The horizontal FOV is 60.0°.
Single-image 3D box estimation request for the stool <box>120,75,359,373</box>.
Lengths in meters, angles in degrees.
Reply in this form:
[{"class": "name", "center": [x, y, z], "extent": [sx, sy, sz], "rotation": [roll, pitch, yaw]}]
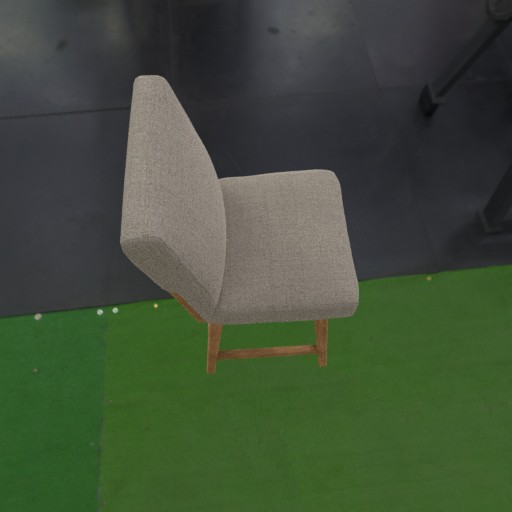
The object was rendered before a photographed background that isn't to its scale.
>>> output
[{"class": "stool", "center": [0.000, 0.000, 1.330], "extent": [0.526, 1.010, 0.459], "rotation": [-3, 63, -2]}]
